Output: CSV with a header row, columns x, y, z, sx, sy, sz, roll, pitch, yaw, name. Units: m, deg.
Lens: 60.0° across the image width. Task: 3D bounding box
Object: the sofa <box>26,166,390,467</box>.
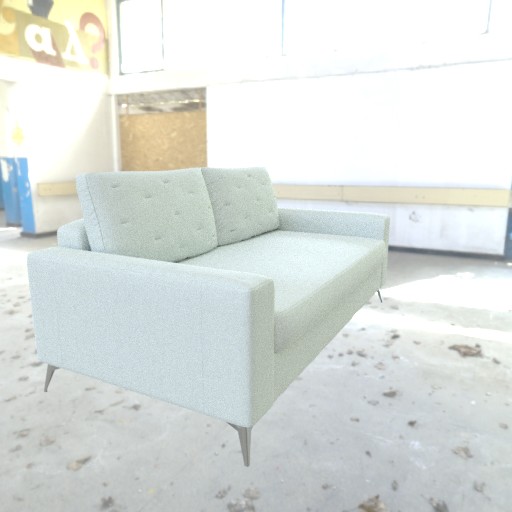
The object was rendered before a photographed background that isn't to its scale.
x,y,z,sx,sy,sz,roll,pitch,yaw,name
0.000,0.000,2.026,0.920,0.790,1.650,7,14,28,sofa
